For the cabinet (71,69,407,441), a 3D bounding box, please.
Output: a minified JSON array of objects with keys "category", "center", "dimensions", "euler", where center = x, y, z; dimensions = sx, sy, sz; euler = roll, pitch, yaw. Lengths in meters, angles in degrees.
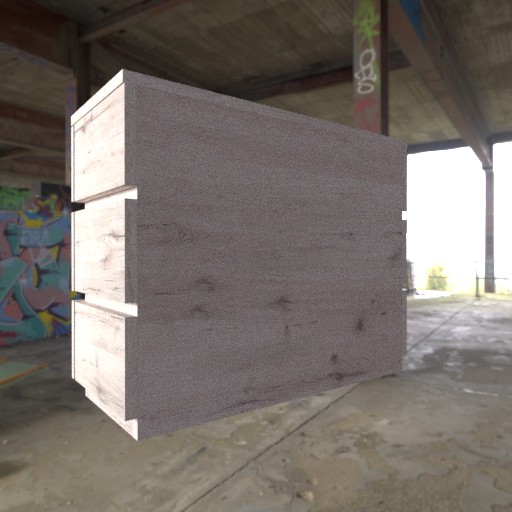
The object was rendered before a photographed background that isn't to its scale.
[{"category":"cabinet","center":[0.000,0.000,1.446],"dimensions":[1.040,0.820,0.420],"euler":[0,0,-37]}]
